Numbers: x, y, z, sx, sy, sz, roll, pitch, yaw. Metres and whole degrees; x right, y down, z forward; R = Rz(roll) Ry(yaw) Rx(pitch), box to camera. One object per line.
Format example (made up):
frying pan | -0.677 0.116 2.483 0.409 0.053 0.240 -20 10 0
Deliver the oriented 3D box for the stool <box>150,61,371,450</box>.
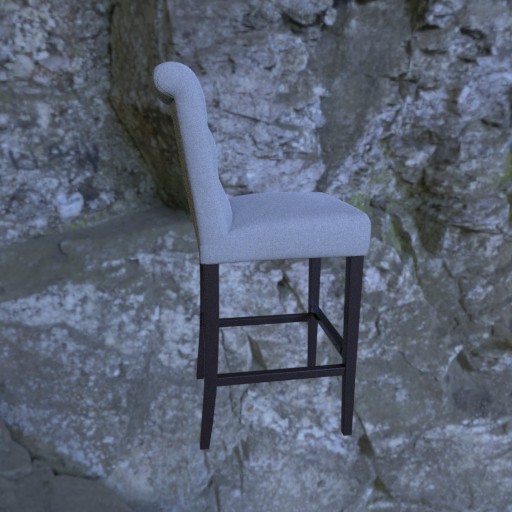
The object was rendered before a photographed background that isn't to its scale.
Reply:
stool | 0.000 0.000 1.482 0.601 1.140 0.493 -2 16 -9
